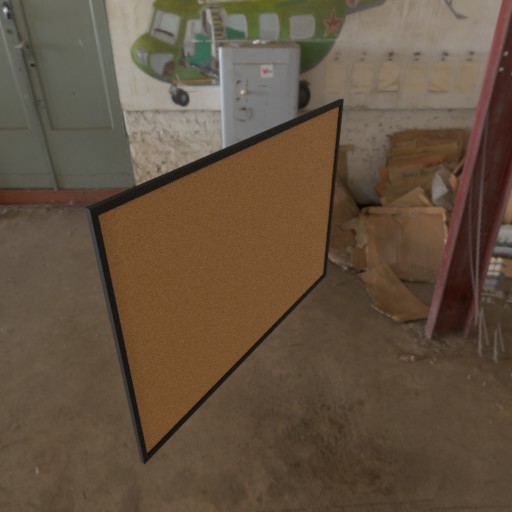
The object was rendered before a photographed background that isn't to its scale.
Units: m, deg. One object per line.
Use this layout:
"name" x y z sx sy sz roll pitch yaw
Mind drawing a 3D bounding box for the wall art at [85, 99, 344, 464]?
"wall art" 0.000 0.000 1.221 0.013 0.665 0.963 19 36 28
